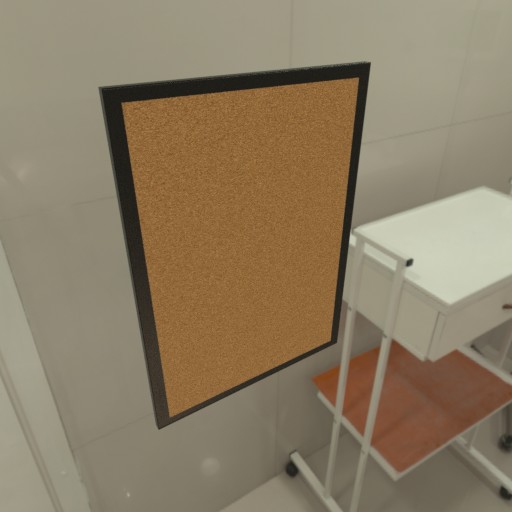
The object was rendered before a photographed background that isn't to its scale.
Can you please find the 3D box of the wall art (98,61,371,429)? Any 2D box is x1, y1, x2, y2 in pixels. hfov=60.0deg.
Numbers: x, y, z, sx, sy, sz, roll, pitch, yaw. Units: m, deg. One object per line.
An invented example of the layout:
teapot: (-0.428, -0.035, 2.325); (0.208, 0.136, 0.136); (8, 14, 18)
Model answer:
wall art: (0.000, 0.000, 0.851); (0.480, 0.657, 0.016); (-18, 35, -28)
